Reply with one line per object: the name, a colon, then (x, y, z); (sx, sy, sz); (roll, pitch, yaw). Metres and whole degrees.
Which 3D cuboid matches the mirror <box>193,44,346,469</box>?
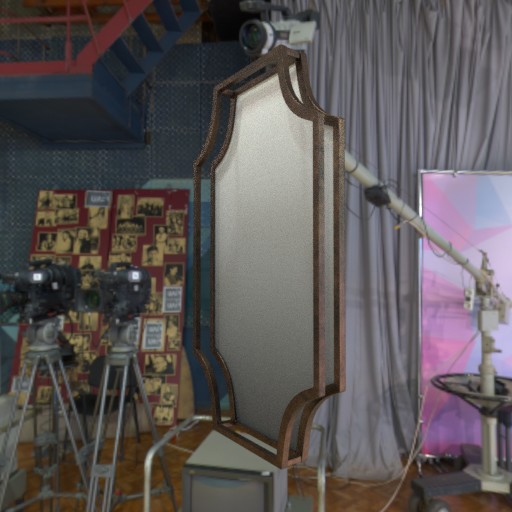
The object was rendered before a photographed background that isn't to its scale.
mirror: (0.000, 0.000, 0.967); (0.066, 0.811, 0.462); (1, -2, -36)
